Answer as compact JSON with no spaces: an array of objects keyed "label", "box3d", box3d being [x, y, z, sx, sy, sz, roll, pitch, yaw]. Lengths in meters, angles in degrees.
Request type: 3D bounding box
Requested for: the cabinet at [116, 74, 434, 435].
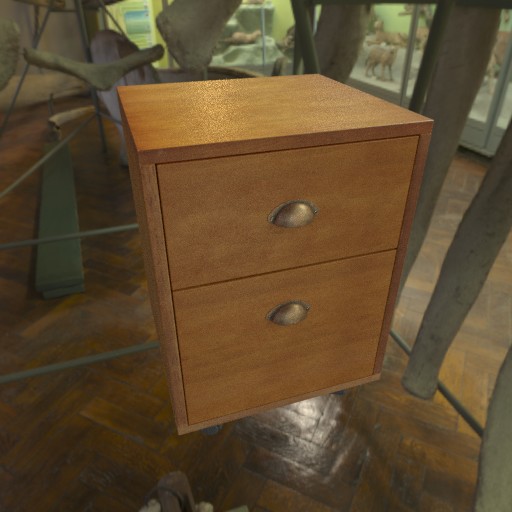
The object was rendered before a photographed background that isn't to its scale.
[{"label":"cabinet","box3d":[0.000,0.000,0.863,0.409,0.579,0.401,-10,33,-16]}]
